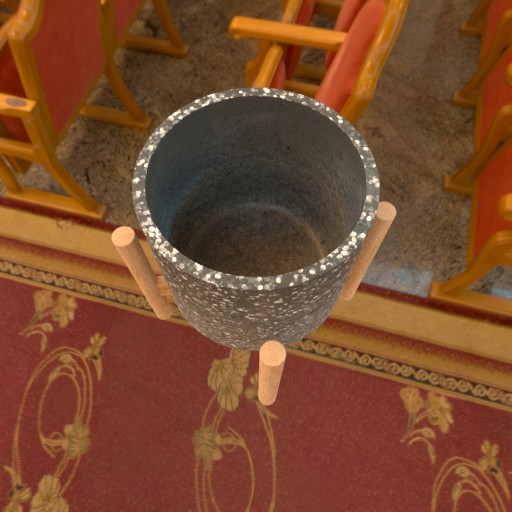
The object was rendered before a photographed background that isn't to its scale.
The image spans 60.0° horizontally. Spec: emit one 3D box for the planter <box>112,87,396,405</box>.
[{"bbox_3d":[0.000,0.000,0.543,0.284,0.320,0.284,15,64,7],"label":"planter"}]
